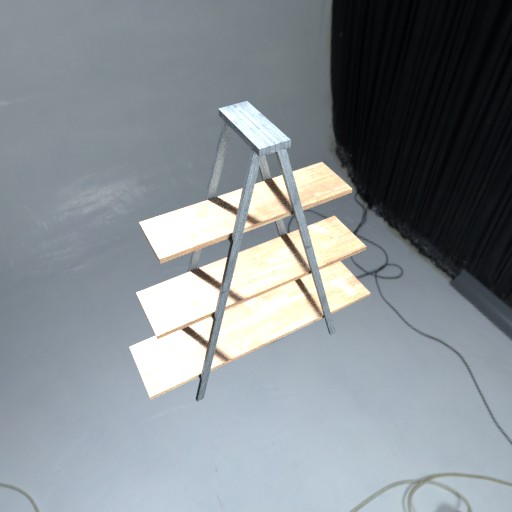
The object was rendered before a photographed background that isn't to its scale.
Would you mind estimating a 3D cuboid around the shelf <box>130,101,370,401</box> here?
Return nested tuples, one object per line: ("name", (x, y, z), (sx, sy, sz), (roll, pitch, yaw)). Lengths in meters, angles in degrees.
("shelf", (0.000, 0.000, 2.726), (1.746, 1.808, 0.508), (-22, 50, -20))
